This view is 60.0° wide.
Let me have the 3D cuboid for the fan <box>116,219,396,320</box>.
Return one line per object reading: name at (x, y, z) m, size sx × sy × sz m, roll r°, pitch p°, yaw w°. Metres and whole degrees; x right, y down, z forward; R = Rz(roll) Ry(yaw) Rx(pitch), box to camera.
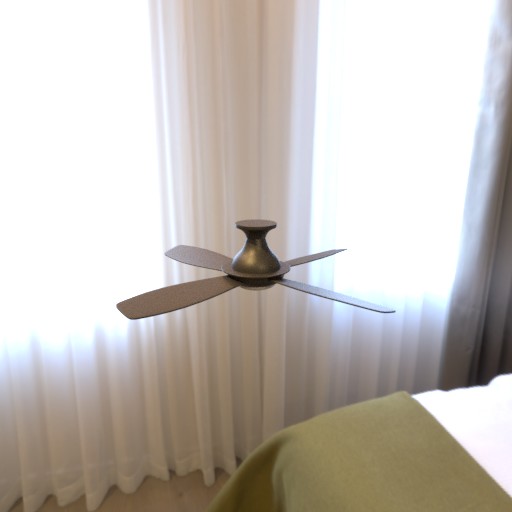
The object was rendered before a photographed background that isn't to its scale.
fan at (0.000, 0.000, 2.521) m, size 1.694 × 0.382 × 1.694 m, roll 14°, pitch 20°, yaw 43°
